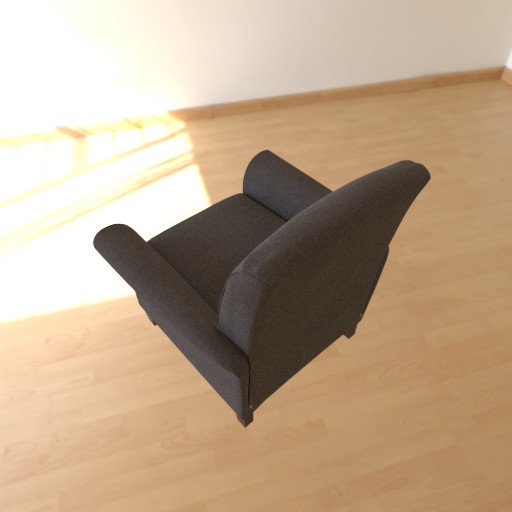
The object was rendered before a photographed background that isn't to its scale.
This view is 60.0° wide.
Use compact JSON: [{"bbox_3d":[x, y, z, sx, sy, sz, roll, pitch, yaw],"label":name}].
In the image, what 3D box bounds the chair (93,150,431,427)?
[{"bbox_3d":[0.000,0.000,1.814,0.978,1.061,0.905,-32,53,-28],"label":"chair"}]
